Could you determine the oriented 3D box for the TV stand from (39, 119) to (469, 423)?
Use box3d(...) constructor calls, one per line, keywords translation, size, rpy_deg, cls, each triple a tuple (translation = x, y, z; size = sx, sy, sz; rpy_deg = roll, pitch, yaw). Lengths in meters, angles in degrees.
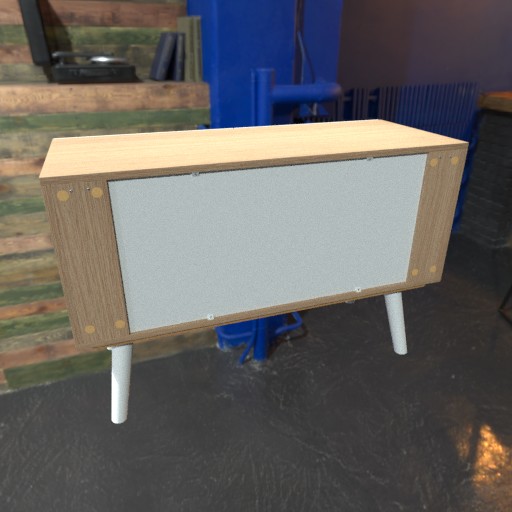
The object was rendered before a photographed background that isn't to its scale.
box3d(translation=(0.000, 0.000, 1.282), size=(0.991, 0.660, 0.407), rpy_deg=(-8, 27, -17), cls="TV stand")
